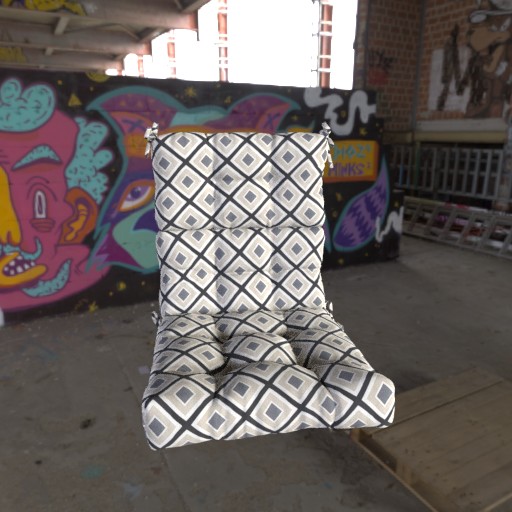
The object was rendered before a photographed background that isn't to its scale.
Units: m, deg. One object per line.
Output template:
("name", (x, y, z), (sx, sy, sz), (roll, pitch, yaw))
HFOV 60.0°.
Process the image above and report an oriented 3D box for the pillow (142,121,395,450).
("pillow", (0.000, 0.000, 1.014), (0.519, 0.605, 0.571), (-2, 15, -8))
